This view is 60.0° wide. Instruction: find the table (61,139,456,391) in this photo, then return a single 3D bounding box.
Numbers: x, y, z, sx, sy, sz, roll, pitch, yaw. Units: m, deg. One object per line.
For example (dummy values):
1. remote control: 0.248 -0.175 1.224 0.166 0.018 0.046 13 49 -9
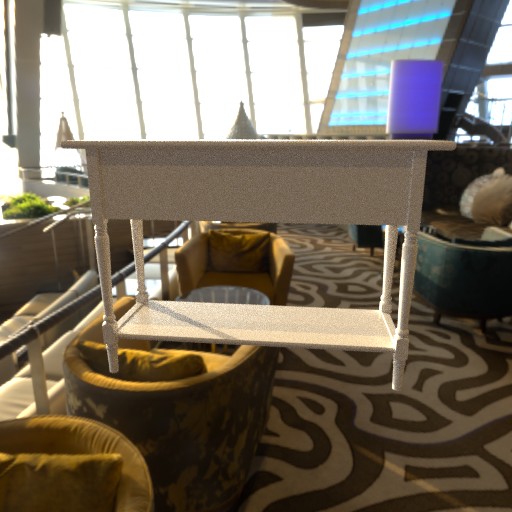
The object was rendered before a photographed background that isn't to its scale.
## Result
1. table: 0.000 0.000 1.612 1.191 0.814 0.386 2 15 6
